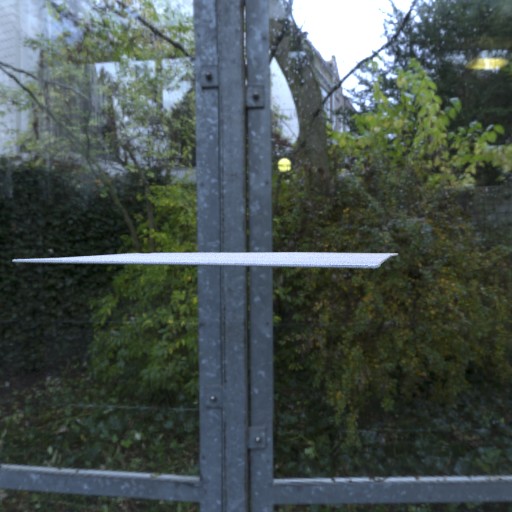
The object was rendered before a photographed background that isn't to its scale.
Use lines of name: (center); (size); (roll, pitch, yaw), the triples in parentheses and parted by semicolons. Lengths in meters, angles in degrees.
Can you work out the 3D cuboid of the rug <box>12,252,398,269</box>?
rug: (0.000, 0.000, 4.188); (2.467, 0.046, 3.245); (1, 2, 20)
